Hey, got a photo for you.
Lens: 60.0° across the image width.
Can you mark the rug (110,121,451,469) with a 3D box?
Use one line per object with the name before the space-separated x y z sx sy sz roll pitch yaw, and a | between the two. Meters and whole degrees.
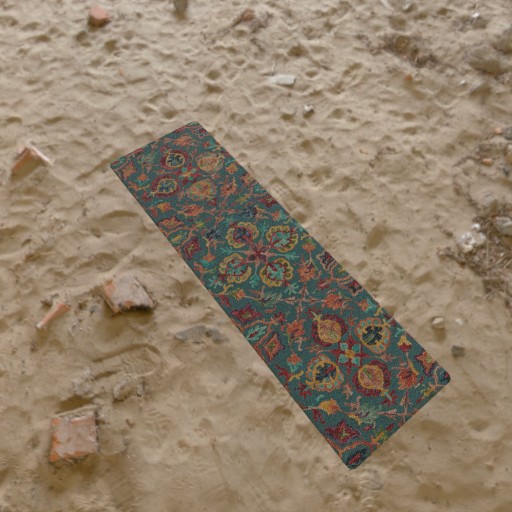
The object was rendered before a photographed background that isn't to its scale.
rug | 0.000 0.000 2.532 0.686 0.013 2.286 -33 64 -18
